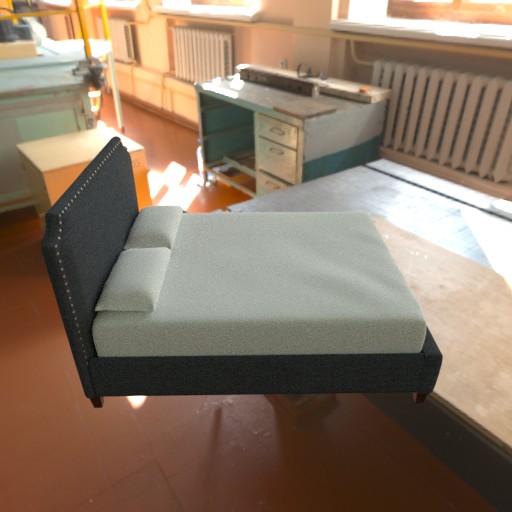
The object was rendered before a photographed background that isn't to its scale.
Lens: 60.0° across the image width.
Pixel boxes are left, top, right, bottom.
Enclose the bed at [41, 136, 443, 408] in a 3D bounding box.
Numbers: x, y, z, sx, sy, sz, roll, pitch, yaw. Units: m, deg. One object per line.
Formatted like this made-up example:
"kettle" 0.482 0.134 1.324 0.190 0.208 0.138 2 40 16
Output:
"bed" 0.000 0.000 3.387 2.372 1.443 1.713 -1 32 -1
